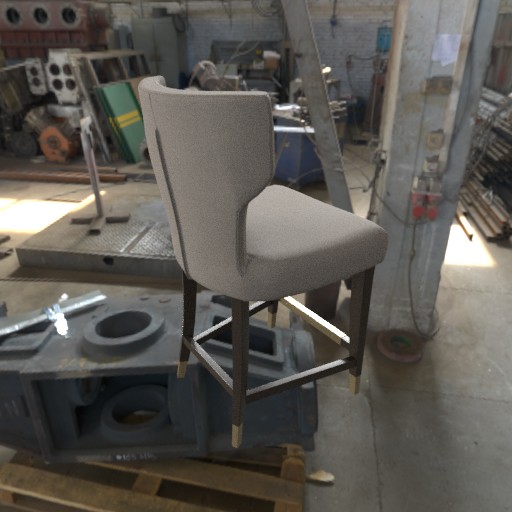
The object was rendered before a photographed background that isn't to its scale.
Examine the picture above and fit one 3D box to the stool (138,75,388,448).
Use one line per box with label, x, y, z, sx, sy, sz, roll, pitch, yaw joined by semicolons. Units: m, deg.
stool;0.000;0.000;1.317;0.563;0.982;0.527;-18;32;-31
